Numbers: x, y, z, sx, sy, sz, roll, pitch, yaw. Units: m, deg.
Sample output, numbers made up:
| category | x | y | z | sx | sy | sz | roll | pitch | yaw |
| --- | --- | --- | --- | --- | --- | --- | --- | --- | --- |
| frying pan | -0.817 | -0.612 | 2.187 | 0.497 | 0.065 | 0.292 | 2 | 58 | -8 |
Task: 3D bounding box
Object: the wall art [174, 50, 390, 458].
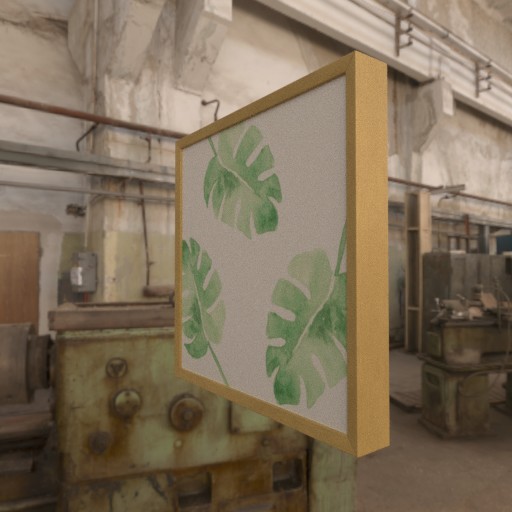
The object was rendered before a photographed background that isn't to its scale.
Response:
| category | x | y | z | sx | sy | sz | roll | pitch | yaw |
| --- | --- | --- | --- | --- | --- | --- | --- | --- | --- |
| wall art | 0.000 | 0.000 | 0.465 | 0.038 | 0.305 | 0.305 | 1 | -2 | -36 |
